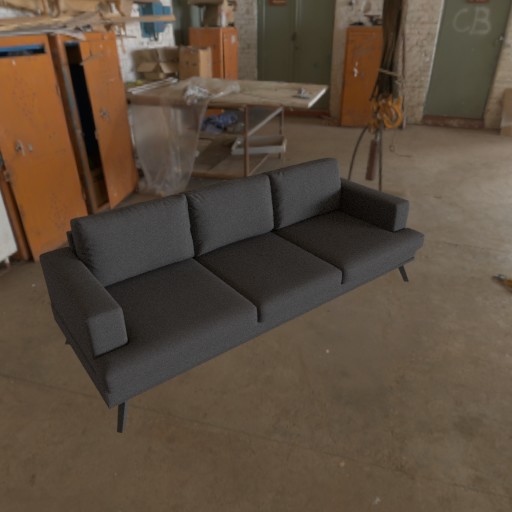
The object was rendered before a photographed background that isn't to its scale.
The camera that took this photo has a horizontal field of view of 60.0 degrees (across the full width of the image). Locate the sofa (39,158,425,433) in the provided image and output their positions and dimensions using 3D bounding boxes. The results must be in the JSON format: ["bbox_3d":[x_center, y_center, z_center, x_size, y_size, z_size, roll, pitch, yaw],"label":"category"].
[{"bbox_3d":[0.000,0.000,2.790,2.310,0.810,0.920,-20,34,-32],"label":"sofa"}]
